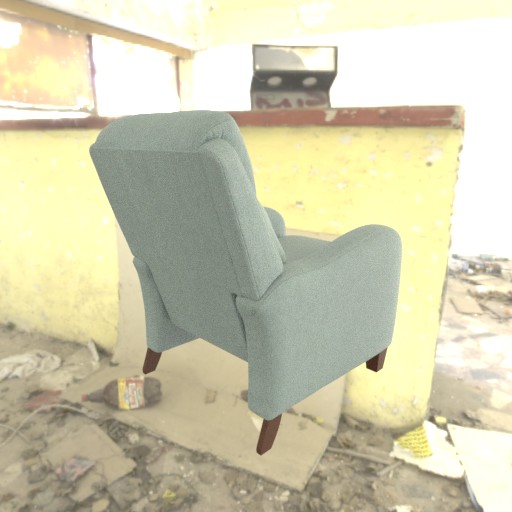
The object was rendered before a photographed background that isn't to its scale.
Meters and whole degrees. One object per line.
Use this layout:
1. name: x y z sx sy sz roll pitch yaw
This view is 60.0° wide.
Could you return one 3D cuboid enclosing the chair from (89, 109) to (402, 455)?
1. chair: 0.000 0.000 1.762 0.988 1.067 0.785 -14 21 -43
